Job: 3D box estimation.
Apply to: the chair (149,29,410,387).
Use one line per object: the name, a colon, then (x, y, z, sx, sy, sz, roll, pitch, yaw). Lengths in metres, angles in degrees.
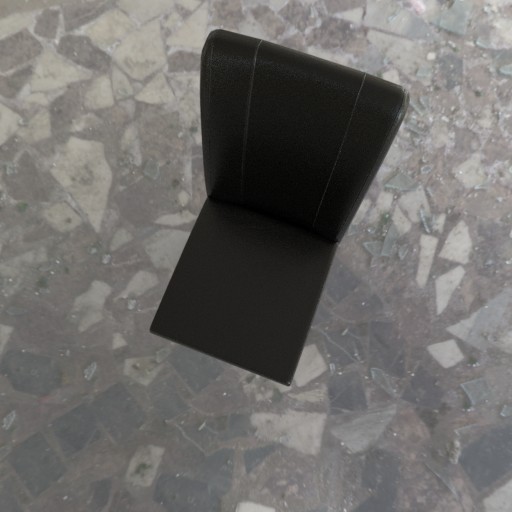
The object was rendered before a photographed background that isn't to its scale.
chair: (0.000, 0.000, 1.157, 0.399, 0.897, 0.556, 20, 76, 5)
